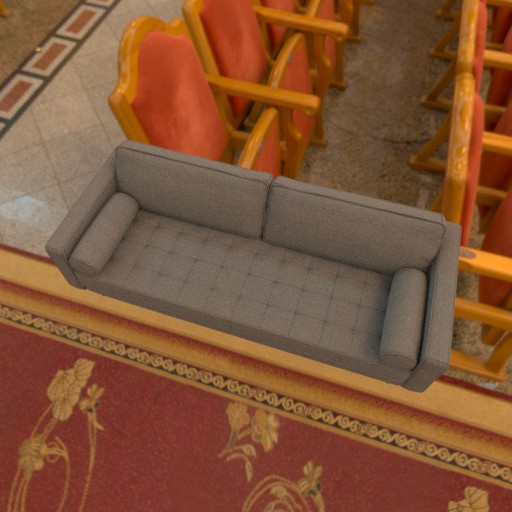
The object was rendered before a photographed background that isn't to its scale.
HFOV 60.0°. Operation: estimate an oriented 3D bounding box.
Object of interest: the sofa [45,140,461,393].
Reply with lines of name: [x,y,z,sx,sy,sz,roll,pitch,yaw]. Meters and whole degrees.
sofa: [0.000,0.000,2.640,2.198,0.762,0.914,15,57,10]
